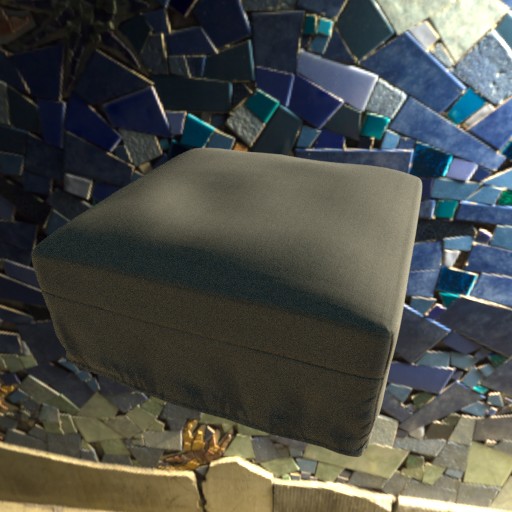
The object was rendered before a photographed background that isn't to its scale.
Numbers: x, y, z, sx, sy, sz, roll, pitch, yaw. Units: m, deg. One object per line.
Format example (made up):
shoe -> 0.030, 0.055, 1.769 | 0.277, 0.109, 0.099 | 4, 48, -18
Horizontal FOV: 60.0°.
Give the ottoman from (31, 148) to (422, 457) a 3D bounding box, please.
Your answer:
ottoman -> 0.000, 0.000, 1.298 | 0.843, 0.436, 0.840 | 11, 33, 18
